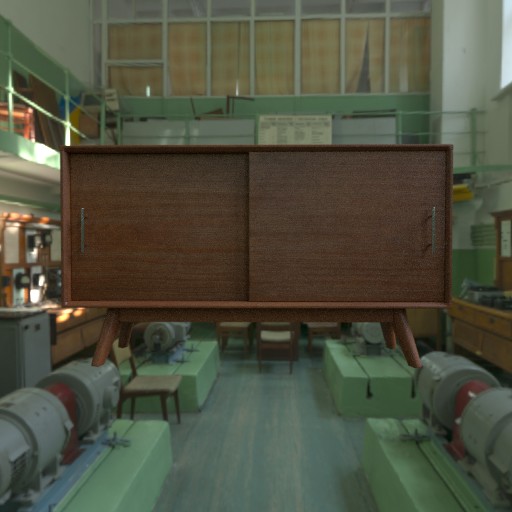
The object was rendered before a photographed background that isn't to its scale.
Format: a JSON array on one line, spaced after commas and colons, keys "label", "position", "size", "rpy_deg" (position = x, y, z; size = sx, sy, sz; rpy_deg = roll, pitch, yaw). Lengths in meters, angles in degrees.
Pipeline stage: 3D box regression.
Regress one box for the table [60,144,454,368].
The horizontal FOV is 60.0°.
[{"label": "table", "position": [0.000, 0.000, 1.513], "size": [1.220, 0.698, 0.308], "rpy_deg": [0, 1, 1]}]
